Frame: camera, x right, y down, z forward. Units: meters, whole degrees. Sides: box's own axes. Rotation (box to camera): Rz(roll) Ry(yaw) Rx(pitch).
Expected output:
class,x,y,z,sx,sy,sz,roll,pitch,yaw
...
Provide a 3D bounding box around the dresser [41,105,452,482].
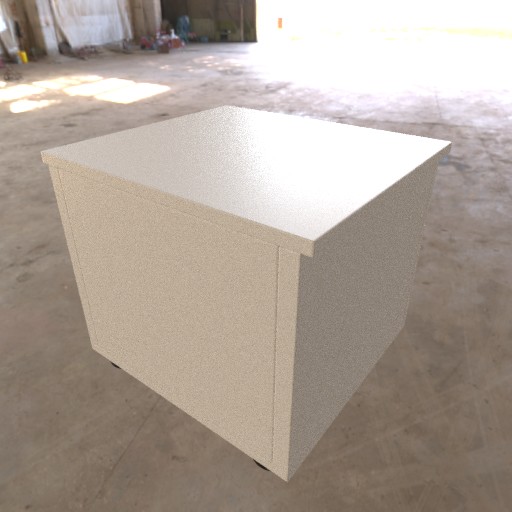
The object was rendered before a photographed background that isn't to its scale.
class,x,y,z,sx,sy,sz,roll,pitch,yaw
dresser,0.000,0.000,0.715,0.430,0.360,0.400,21,36,32
